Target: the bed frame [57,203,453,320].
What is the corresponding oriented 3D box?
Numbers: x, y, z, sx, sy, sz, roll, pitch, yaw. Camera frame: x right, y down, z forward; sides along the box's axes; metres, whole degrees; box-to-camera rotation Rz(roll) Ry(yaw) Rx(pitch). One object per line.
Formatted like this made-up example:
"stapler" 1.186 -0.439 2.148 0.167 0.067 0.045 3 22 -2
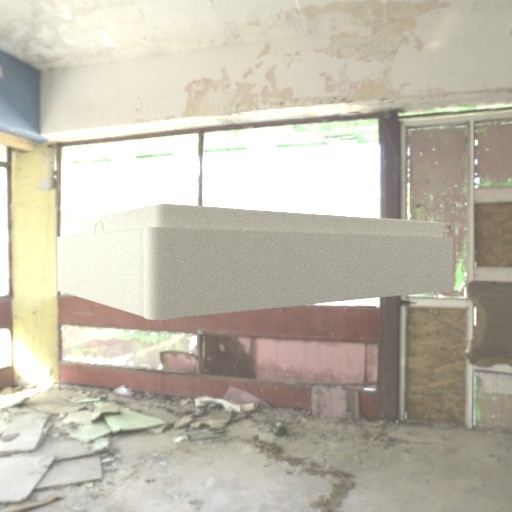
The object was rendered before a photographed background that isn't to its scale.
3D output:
"bed frame" 0.000 0.000 2.614 1.900 0.406 1.400 -1 1 -37
